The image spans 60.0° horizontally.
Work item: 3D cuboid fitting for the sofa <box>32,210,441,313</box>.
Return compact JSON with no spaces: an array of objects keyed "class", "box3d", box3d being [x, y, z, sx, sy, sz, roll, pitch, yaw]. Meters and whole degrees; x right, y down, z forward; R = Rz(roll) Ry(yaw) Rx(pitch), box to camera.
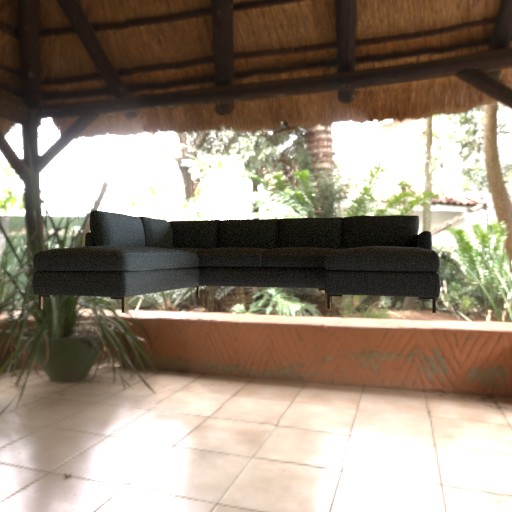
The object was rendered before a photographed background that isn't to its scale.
[{"class":"sofa","box3d":[0.000,0.000,3.592,2.737,0.753,1.879,0,0,17]}]
